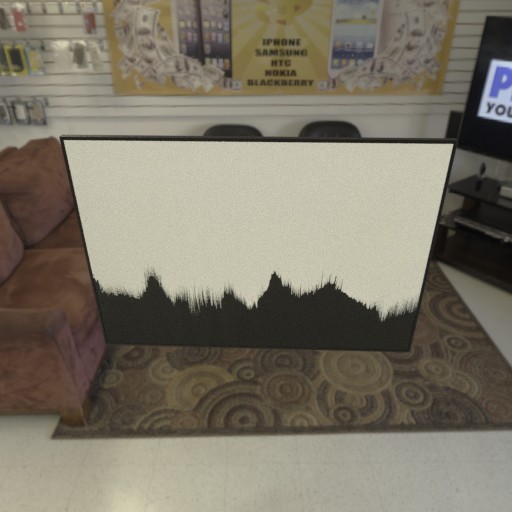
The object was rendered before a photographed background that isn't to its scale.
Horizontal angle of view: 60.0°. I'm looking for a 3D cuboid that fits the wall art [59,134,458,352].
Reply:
[{"bbox_3d":[0.000,0.000,1.235,0.957,0.660,0.019,1,30,2],"label":"wall art"}]
